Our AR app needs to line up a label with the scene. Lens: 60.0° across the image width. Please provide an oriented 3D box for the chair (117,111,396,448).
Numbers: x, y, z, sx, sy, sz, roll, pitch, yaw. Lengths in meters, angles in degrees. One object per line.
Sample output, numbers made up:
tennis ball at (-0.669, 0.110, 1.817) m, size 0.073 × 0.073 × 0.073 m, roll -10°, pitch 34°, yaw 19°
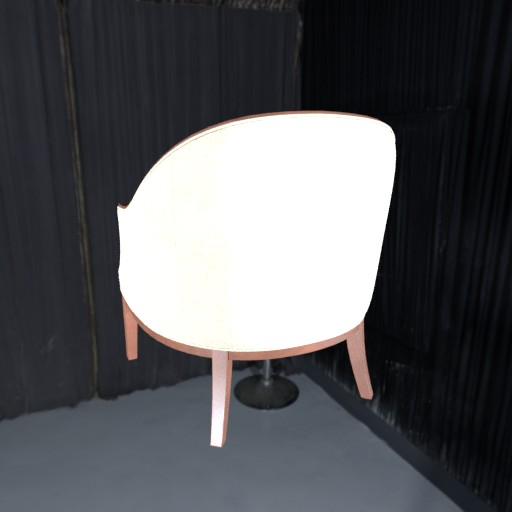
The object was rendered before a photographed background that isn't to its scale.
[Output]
chair at (0.000, 0.000, 1.465) m, size 0.803 × 0.876 × 0.735 m, roll -7°, pitch 16°, yaw -25°
